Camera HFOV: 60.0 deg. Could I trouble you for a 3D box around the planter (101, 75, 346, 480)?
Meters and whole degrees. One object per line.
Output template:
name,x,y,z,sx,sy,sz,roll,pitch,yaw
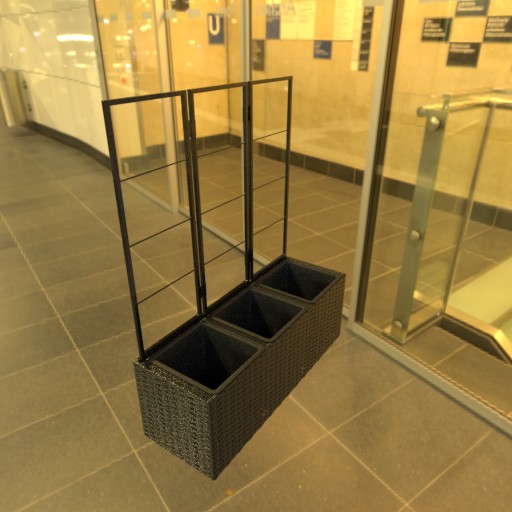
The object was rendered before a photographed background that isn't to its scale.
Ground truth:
planter,0.000,0.000,1.179,0.244,0.841,0.698,17,31,31
